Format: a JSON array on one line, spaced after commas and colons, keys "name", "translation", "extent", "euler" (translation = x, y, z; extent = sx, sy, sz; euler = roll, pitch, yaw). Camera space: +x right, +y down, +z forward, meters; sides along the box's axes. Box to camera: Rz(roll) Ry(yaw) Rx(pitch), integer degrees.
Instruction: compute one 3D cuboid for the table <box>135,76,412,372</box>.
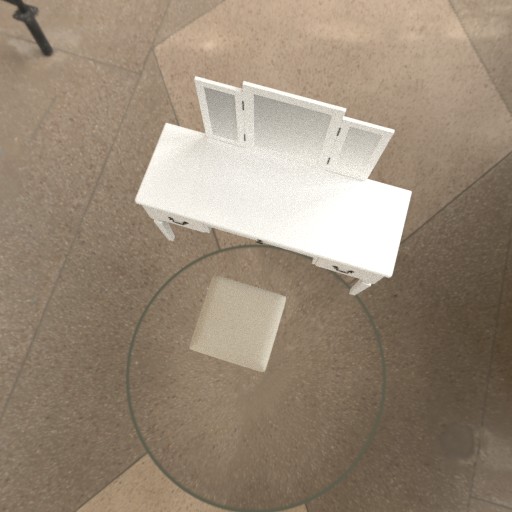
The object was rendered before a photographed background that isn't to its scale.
[{"name": "table", "translation": [0.000, 0.000, 2.331], "extent": [1.369, 1.310, 1.115], "euler": [17, 76, 4]}]
